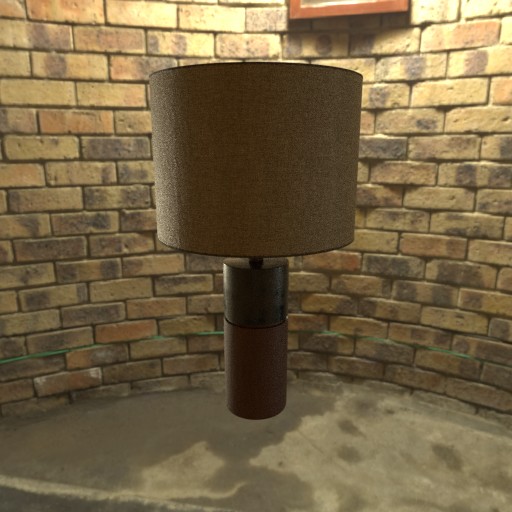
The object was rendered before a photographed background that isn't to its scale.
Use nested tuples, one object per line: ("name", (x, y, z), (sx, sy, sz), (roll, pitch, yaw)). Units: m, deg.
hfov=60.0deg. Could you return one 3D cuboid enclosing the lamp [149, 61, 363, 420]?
("lamp", (0.000, 0.000, 0.471), (0.202, 0.350, 0.202), (0, 14, 0))
